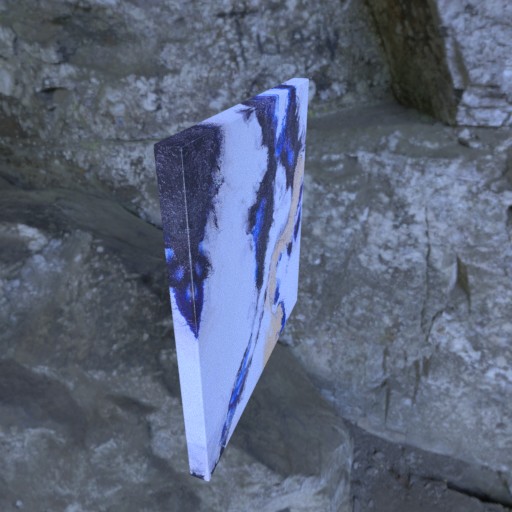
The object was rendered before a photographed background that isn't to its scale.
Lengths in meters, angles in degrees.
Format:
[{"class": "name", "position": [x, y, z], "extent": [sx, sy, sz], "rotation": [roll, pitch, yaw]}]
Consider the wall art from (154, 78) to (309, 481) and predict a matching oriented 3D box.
[{"class": "wall art", "position": [0.000, 0.000, 0.907], "extent": [0.039, 0.609, 0.609], "rotation": [10, 31, 17]}]
